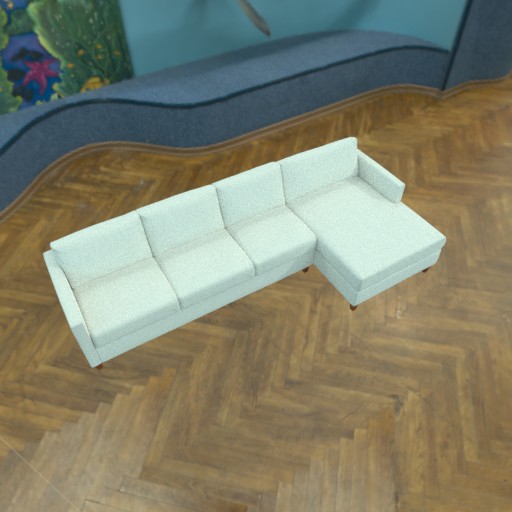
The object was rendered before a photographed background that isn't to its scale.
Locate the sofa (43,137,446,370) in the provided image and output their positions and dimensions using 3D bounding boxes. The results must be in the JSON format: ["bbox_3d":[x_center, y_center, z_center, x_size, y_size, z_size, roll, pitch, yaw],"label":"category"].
[{"bbox_3d":[0.000,0.000,4.240,3.471,0.954,1.606,-24,51,-21],"label":"sofa"}]
